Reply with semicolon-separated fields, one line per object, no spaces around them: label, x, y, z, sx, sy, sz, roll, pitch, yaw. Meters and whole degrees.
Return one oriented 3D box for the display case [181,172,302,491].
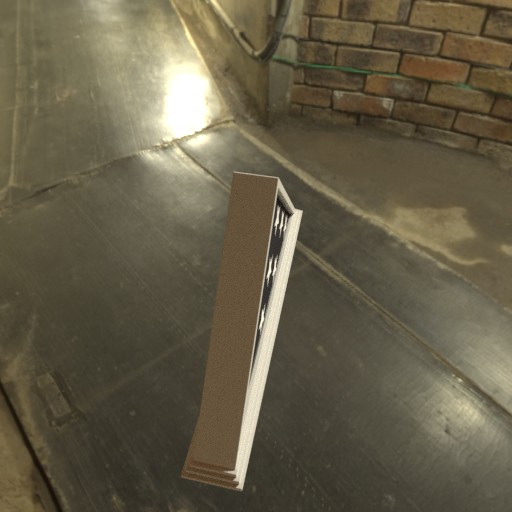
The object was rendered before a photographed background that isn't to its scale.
display case;0.000;0.000;0.757;0.095;0.340;0.640;9;48;8
